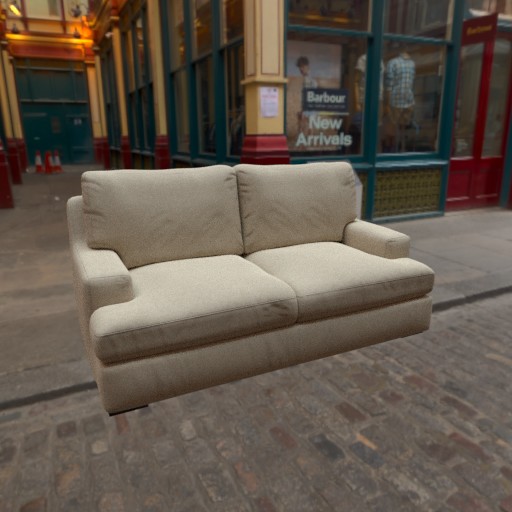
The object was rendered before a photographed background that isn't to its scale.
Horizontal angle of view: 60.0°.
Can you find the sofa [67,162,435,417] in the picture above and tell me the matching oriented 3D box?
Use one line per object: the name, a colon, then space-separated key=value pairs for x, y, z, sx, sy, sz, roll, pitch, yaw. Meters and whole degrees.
sofa: x=0.000 y=0.000 z=2.489 sx=1.885 sy=0.967 sz=0.962 roll=-8 pitch=17 yaw=-25
